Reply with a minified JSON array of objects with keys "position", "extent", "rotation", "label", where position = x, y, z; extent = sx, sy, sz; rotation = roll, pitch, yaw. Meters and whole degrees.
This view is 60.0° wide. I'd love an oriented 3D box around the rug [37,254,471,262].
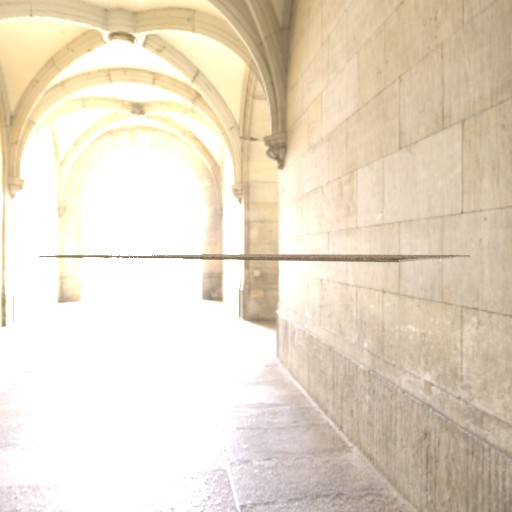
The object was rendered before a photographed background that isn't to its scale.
[{"position":[0.000,0.000,3.819],"extent":[3.063,0.024,2.158],"rotation":[0,1,34],"label":"rug"}]
